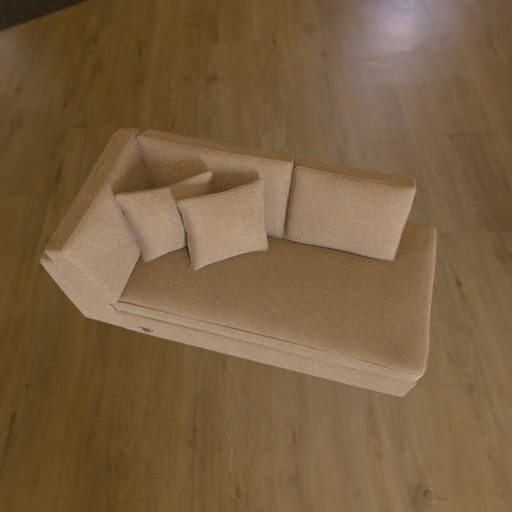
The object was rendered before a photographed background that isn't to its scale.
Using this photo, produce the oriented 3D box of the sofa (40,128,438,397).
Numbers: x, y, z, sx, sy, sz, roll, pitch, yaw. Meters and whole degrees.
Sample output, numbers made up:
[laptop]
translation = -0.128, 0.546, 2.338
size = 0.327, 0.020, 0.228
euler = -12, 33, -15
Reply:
[sofa]
translation = 0.000, 0.000, 2.824
size = 2.238, 1.019, 1.110
euler = 12, 59, 7
